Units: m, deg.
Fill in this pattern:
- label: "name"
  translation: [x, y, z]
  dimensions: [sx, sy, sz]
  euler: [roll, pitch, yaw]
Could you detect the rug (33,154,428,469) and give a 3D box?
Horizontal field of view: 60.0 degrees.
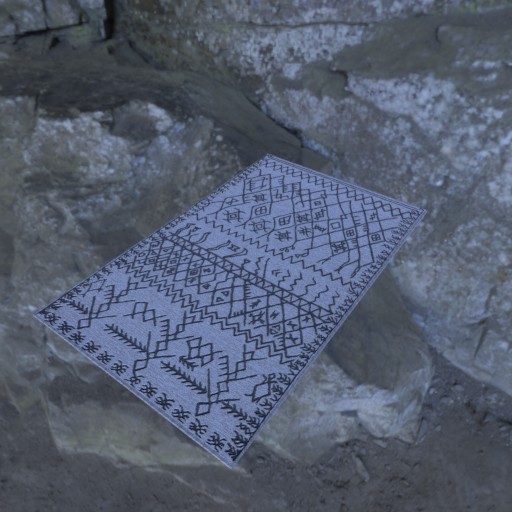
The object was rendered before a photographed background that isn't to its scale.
- label: "rug"
  translation: [0.000, 0.000, 3.053]
  dimensions: [1.526, 0.012, 2.444]
  euler: [26, 48, 26]
